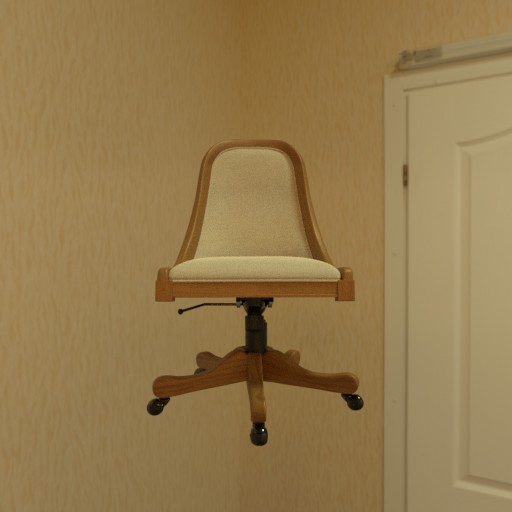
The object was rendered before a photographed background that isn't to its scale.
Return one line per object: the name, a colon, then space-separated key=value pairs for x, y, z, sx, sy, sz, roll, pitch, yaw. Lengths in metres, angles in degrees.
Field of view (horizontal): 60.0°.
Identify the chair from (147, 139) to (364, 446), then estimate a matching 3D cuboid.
chair: x=0.000 y=0.000 z=1.566 sx=0.702 sy=1.009 sz=0.811 roll=0 pitch=1 yaw=-1
